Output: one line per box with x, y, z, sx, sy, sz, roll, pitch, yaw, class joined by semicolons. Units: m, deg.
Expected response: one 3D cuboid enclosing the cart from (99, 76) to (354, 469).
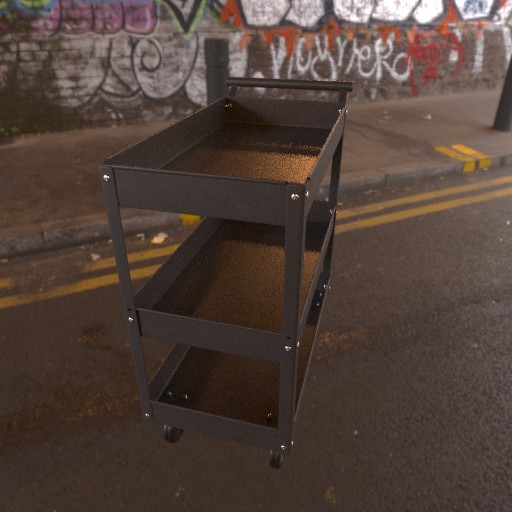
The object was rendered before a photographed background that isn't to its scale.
0.000;0.000;1.161;0.366;0.780;0.719;8;30;13;cart
